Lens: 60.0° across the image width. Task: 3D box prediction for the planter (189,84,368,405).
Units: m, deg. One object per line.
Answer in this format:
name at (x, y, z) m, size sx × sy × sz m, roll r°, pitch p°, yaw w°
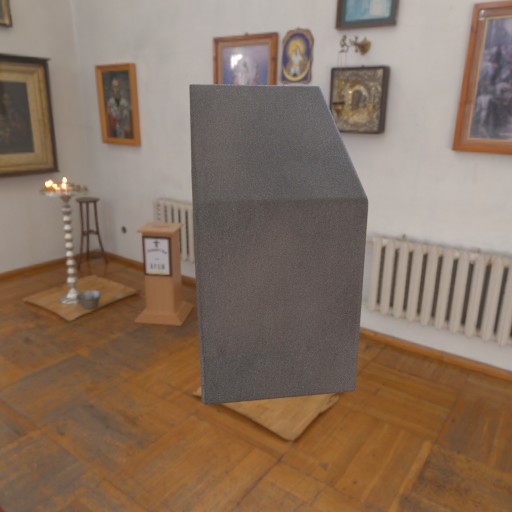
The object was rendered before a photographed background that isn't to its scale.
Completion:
planter at (0.000, 0.000, 0.286) m, size 0.077 × 0.206 × 0.169 m, roll -2°, pitch 16°, yaw -8°
